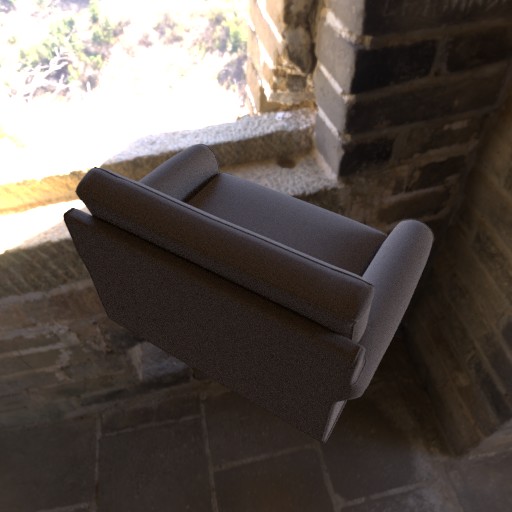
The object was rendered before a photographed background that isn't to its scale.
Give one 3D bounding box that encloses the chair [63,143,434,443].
[{"bbox_3d":[0.000,0.000,2.055,1.390,0.930,0.930,24,52,21],"label":"chair"}]
